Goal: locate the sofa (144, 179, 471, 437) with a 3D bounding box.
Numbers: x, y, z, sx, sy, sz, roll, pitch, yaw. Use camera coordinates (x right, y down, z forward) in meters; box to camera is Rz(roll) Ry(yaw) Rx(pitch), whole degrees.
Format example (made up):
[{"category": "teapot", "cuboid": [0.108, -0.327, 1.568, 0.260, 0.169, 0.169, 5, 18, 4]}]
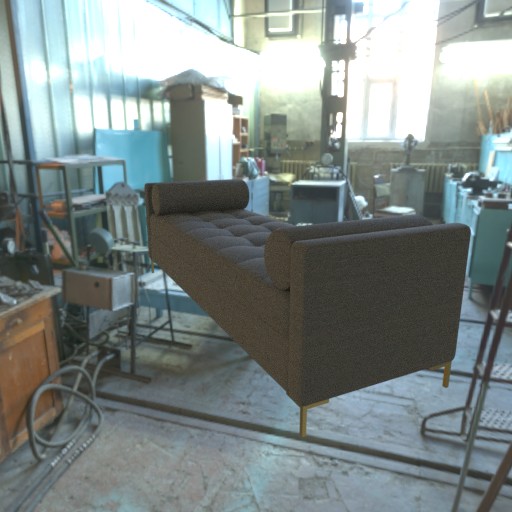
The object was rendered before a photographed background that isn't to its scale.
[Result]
[{"category": "sofa", "cuboid": [0.000, 0.000, 2.305, 0.686, 0.635, 1.981, -7, 17, -25]}]
